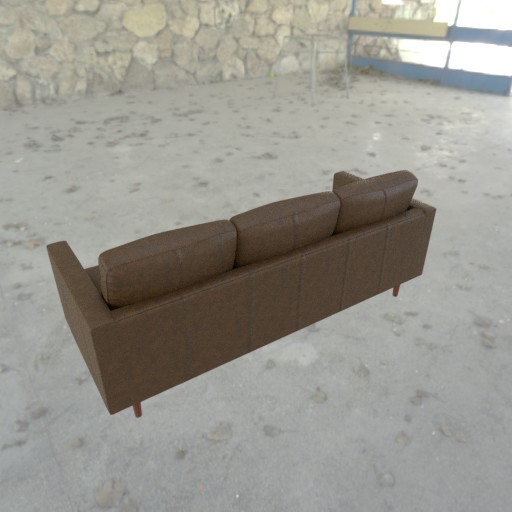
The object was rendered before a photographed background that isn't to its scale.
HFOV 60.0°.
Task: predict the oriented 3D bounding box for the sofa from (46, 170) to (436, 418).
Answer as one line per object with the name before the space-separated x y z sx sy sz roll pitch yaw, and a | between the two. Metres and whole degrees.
sofa | 0.000 0.000 2.781 2.231 0.930 0.903 -18 35 -29
